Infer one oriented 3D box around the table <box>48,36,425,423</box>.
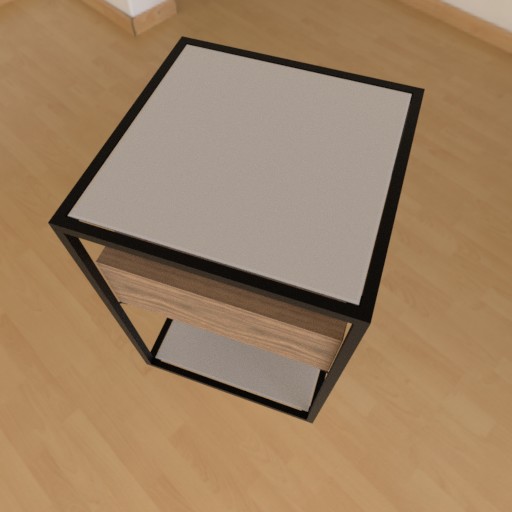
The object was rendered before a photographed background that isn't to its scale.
[{"bbox_3d":[0.000,0.000,0.803,0.378,0.540,0.378,17,61,10],"label":"table"}]
